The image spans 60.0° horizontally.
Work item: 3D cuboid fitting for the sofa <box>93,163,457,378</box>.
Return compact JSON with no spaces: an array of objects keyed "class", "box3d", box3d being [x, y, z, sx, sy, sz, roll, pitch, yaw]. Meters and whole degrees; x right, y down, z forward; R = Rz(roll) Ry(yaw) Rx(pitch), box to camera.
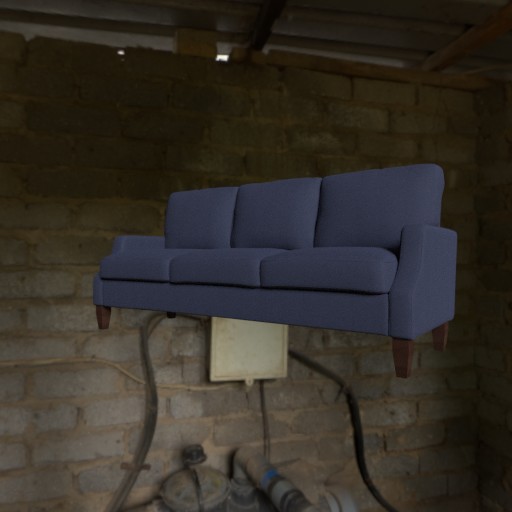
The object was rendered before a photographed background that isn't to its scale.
[{"class":"sofa","box3d":[0.000,0.000,2.689,2.115,0.984,0.888,0,0,35]}]
